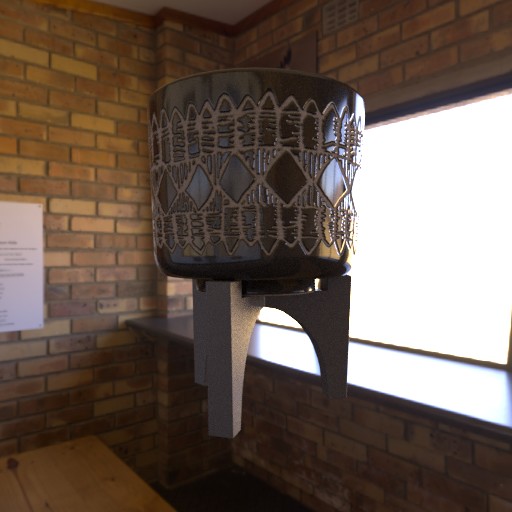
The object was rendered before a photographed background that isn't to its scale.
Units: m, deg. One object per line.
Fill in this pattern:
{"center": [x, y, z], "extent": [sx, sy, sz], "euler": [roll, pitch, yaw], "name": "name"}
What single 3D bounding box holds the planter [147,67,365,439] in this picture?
{"center": [0.000, 0.000, 0.271], "extent": [0.129, 0.177, 0.129], "euler": [0, 0, 0], "name": "planter"}
